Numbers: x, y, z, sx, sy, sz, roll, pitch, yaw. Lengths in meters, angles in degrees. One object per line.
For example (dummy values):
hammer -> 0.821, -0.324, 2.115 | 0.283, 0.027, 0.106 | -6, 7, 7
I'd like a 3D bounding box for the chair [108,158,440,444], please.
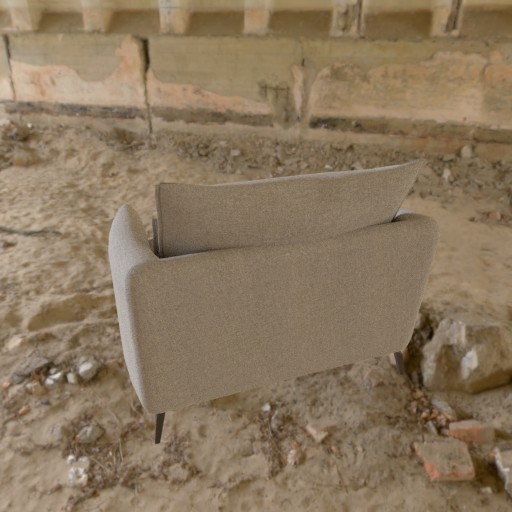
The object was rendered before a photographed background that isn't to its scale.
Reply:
chair -> 0.000, 0.000, 1.635 | 1.029, 0.856, 0.801 | -9, 29, -18
